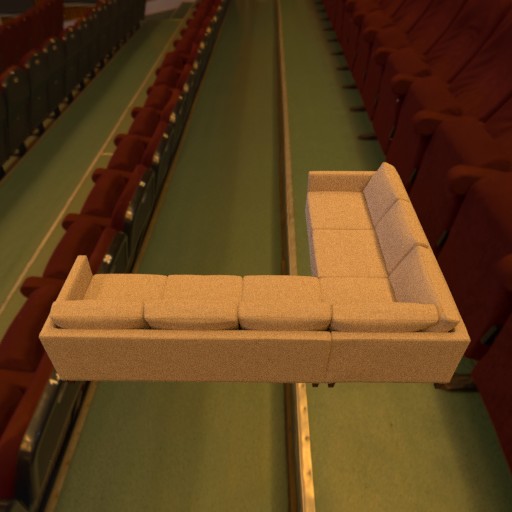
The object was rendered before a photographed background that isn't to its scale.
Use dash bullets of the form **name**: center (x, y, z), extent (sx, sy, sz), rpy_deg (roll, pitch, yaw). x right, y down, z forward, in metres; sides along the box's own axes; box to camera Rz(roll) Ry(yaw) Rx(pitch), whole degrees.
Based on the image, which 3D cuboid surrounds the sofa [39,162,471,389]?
- **sofa**: center (0.000, 0.000, 4.302), extent (3.182, 0.863, 2.432), rpy_deg (1, 41, 1)
